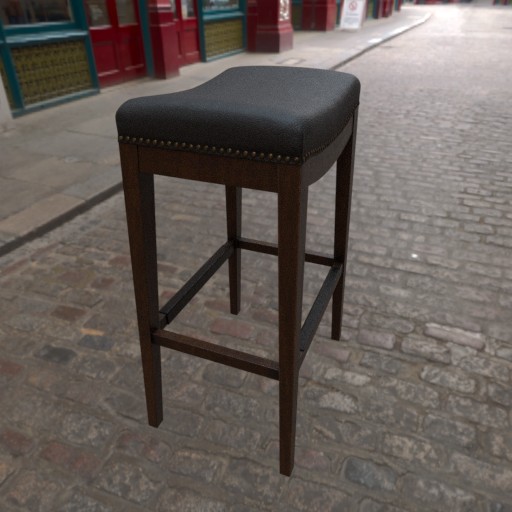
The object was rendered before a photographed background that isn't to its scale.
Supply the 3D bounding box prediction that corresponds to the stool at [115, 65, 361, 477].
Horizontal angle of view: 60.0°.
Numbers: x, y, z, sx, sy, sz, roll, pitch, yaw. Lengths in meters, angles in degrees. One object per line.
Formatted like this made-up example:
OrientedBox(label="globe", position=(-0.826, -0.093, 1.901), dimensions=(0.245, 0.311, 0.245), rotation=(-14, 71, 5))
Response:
OrientedBox(label="stool", position=(0.000, 0.000, 1.025), dimensions=(0.361, 0.765, 0.500), rotation=(12, 32, 19))
